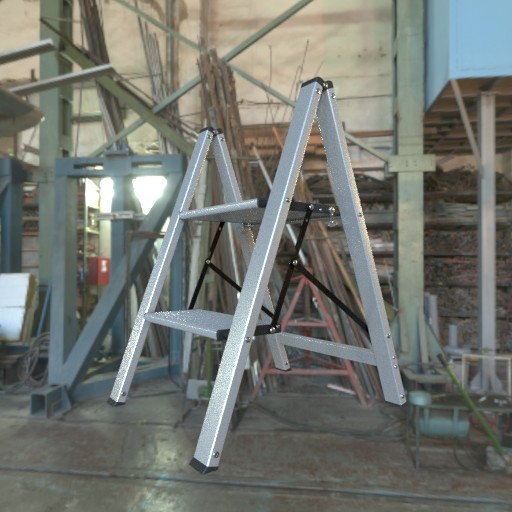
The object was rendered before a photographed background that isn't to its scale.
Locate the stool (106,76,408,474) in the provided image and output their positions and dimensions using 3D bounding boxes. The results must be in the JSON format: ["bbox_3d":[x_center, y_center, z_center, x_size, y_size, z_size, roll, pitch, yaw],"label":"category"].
[{"bbox_3d":[0.000,0.000,1.010,0.535,0.670,0.440,0,-1,-37],"label":"stool"}]
